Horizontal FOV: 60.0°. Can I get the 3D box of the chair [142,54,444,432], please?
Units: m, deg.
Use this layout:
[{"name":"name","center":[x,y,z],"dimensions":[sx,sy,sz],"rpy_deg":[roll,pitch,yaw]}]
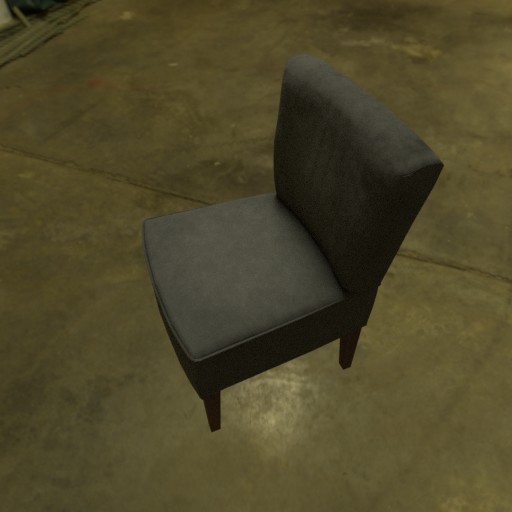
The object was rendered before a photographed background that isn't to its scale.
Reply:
[{"name":"chair","center":[0.000,0.000,1.171],"dimensions":[0.554,0.806,0.521],"rpy_deg":[-17,49,-15]}]
